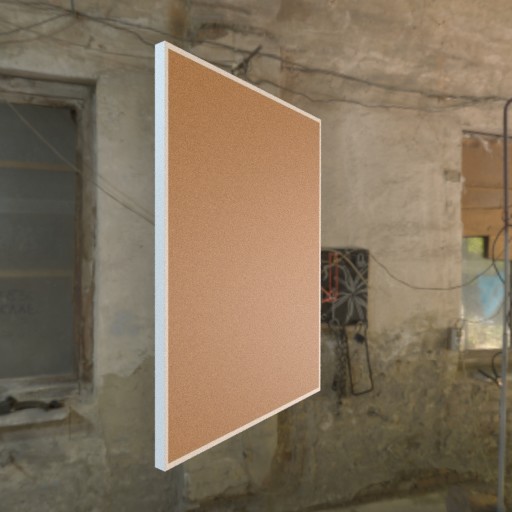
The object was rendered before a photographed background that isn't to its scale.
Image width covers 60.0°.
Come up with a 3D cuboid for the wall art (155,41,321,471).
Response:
[{"bbox_3d":[0.000,0.000,1.410,0.039,1.050,0.795,0,0,36],"label":"wall art"}]
